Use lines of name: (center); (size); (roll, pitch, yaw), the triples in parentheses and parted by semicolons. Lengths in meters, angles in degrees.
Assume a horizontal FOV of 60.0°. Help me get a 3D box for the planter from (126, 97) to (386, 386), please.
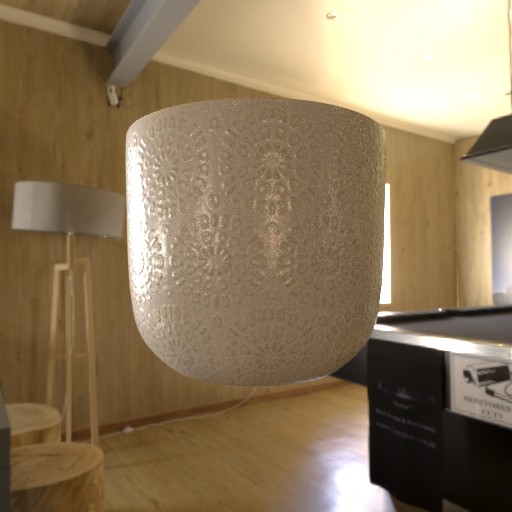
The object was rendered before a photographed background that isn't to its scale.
planter: (0.000, 0.000, 0.300); (0.170, 0.152, 0.170); (0, -2, 0)
